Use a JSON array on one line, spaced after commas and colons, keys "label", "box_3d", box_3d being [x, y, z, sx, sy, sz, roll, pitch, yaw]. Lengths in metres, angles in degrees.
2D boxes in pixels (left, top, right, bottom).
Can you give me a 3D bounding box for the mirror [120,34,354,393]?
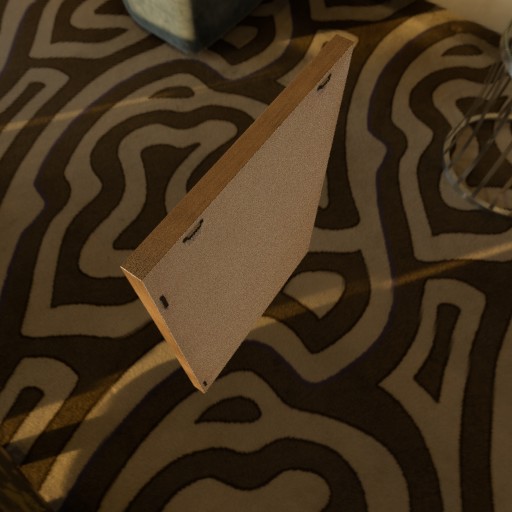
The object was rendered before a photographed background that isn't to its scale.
[{"label": "mirror", "box_3d": [0.000, 0.000, 0.928, 0.039, 0.711, 0.508, 32, 67, 15]}]
